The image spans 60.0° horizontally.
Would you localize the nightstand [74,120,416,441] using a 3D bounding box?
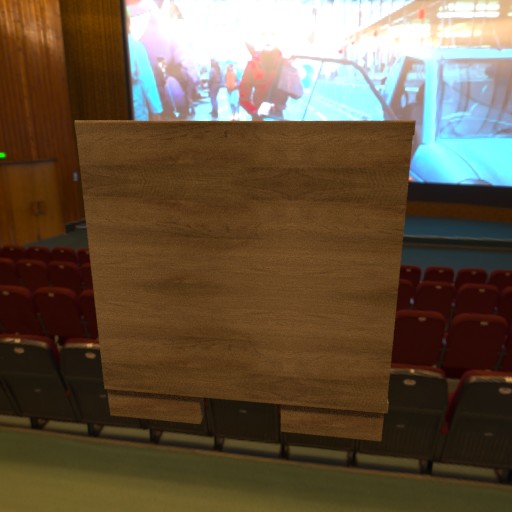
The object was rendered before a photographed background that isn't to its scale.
[{"bbox_3d":[0.000,0.000,0.771,0.427,0.448,0.347,2,17,8],"label":"nightstand"}]
